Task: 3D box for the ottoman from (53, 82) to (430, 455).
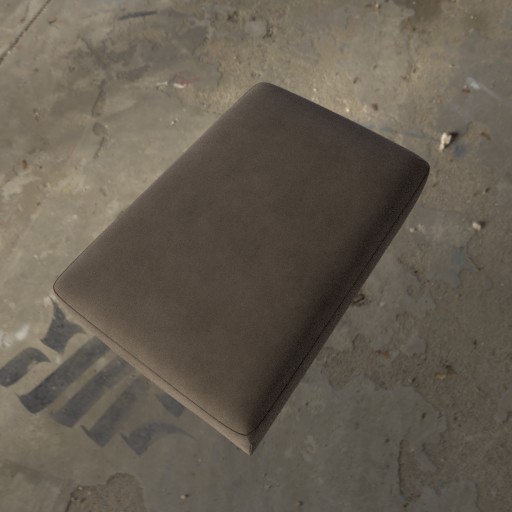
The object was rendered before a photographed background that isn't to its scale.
[{"bbox_3d":[0.000,0.000,1.238,0.584,0.483,0.864,32,66,16],"label":"ottoman"}]
